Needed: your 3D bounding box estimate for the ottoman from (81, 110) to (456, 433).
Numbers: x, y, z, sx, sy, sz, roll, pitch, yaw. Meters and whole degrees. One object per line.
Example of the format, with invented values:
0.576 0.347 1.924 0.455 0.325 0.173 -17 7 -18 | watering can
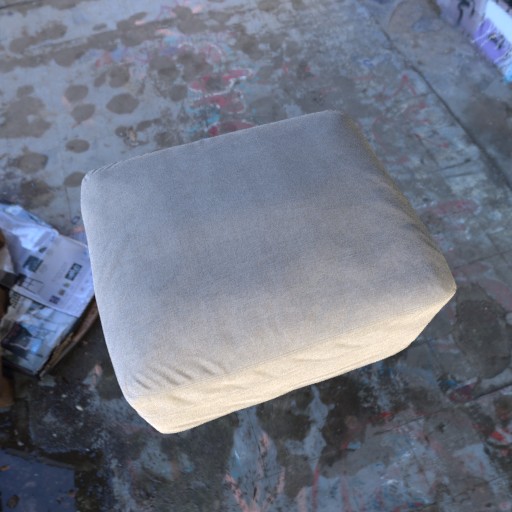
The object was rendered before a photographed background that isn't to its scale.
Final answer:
0.000 0.000 1.243 0.837 0.481 0.683 -17 61 -10 | ottoman
